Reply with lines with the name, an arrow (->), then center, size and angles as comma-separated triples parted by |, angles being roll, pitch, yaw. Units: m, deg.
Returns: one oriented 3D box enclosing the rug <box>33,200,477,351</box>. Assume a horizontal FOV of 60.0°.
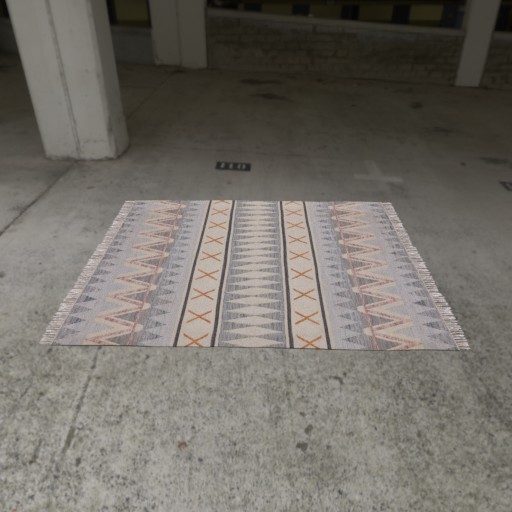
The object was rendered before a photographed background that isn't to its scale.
rug -> 0.000, 0.000, 3.991 | 3.000, 0.012, 2.371 | 1, 32, 1
